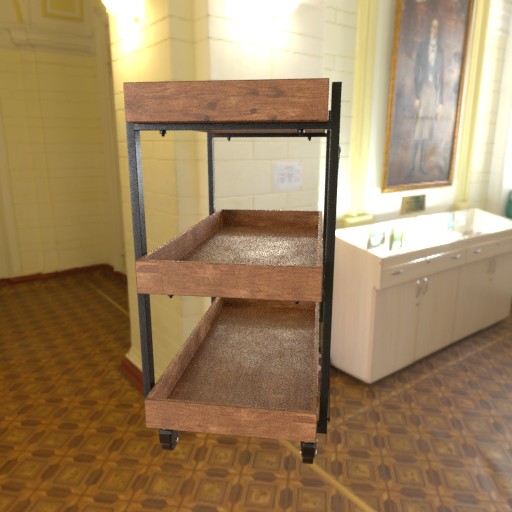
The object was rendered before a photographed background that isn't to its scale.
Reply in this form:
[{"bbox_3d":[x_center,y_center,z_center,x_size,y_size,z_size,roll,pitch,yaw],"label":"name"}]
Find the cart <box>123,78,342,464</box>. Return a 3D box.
[{"bbox_3d":[0.000,0.000,1.211,0.411,0.800,0.750,2,14,8],"label":"cart"}]
